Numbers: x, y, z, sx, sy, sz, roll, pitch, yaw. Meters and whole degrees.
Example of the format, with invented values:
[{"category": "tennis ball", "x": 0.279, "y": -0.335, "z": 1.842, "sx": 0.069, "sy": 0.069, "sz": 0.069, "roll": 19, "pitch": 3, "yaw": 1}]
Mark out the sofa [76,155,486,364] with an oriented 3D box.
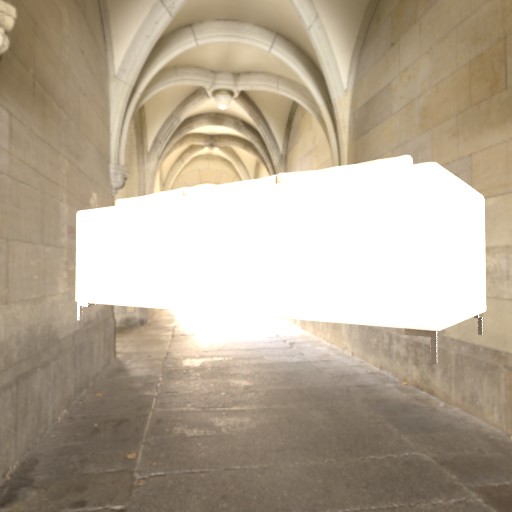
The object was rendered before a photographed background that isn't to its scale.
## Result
[{"category": "sofa", "x": 0.000, "y": 0.000, "z": 2.750, "sx": 2.415, "sy": 0.867, "sz": 0.969, "roll": -1, "pitch": -2, "yaw": 37}]
